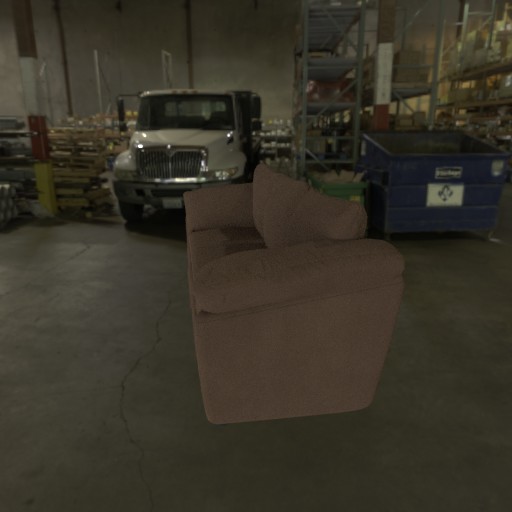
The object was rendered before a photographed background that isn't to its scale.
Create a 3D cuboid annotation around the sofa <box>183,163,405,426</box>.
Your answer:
[{"bbox_3d":[0.000,0.000,2.857,0.878,1.015,2.336,-3,16,-9],"label":"sofa"}]
